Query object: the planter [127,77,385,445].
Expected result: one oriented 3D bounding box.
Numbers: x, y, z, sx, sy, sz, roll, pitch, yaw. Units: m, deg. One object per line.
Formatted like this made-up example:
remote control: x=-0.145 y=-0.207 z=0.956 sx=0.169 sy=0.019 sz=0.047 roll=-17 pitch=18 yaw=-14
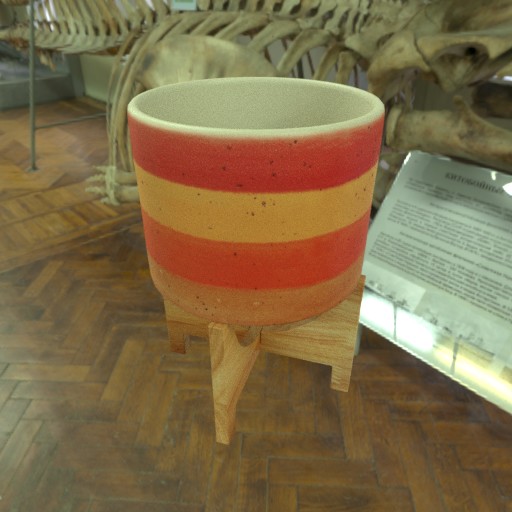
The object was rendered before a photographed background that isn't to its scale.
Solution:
planter: x=0.000 y=0.000 z=0.550 sx=0.269 sy=0.379 sz=0.269 roll=0 pitch=31 yaw=0
